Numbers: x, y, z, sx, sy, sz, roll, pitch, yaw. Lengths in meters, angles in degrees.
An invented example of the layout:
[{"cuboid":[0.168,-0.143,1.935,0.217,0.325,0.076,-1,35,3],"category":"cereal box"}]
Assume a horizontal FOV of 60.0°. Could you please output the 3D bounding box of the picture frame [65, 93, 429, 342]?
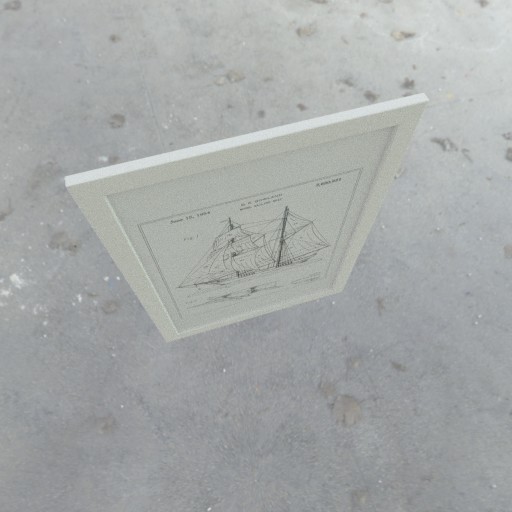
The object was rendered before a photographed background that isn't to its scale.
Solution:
[{"cuboid":[0.000,0.000,0.685,0.381,0.534,0.012,-15,64,-8],"category":"picture frame"}]
